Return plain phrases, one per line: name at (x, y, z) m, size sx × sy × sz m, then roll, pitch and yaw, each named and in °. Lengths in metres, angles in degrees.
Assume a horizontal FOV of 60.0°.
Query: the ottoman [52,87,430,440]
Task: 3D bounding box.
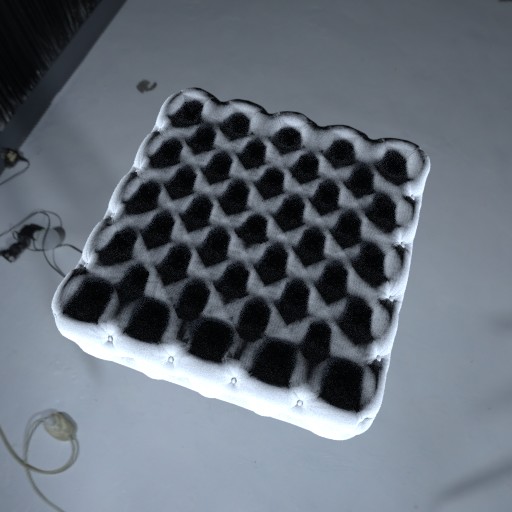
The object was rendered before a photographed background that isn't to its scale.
ottoman at (0.000, 0.000, 1.196) m, size 0.758 × 0.365 × 0.764 m, roll 17°, pitch 66°, yaw 8°
